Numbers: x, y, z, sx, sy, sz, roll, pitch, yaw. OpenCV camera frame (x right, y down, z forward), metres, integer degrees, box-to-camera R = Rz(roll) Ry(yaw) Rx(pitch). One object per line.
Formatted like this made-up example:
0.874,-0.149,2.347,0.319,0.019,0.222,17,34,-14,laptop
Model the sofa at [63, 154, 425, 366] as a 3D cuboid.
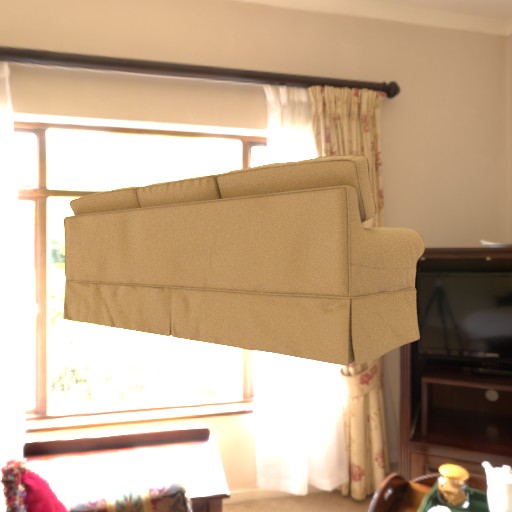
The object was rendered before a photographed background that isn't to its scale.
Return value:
0.000,0.000,3.311,2.475,0.978,1.733,0,0,38,sofa
